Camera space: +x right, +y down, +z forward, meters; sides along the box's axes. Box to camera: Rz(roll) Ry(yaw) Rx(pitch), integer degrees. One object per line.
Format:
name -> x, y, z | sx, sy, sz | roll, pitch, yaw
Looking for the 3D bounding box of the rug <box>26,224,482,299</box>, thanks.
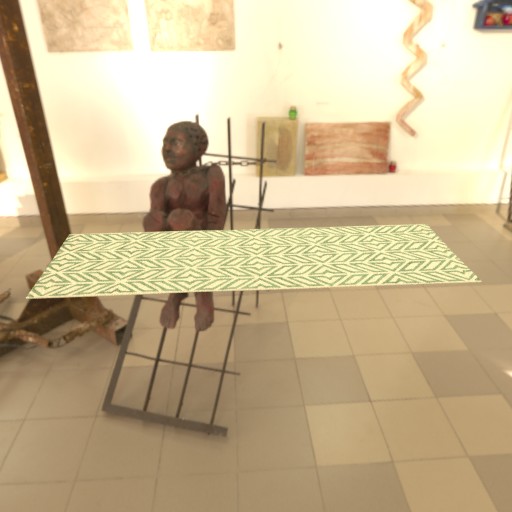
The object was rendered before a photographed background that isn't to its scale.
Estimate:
rug -> 0.000, 0.000, 2.688 | 2.435, 0.009, 0.750 | -2, 29, -3
